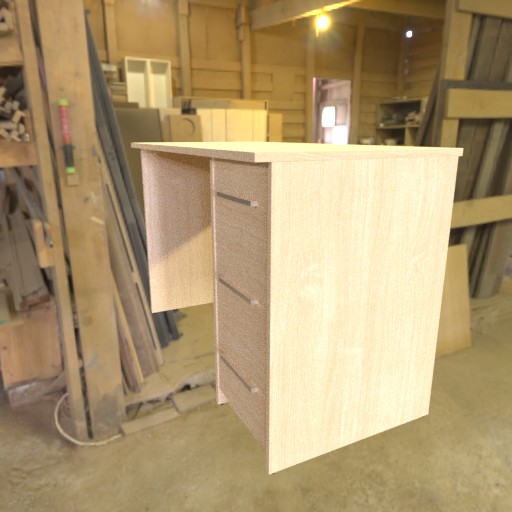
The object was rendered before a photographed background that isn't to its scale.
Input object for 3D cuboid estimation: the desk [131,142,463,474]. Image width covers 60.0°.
[{"bbox_3d":[0.000,0.000,1.509,0.560,0.735,1.097,-8,17,-26],"label":"desk"}]
